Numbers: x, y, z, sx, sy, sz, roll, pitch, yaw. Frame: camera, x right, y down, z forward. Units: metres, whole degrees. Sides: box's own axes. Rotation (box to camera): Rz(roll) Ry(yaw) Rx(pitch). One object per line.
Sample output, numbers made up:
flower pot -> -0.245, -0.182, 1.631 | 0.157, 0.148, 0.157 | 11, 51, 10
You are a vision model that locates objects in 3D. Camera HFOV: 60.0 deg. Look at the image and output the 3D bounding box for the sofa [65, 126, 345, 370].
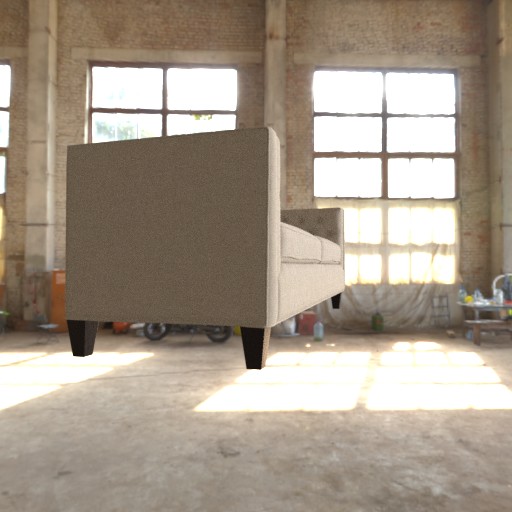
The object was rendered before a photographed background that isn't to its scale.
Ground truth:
sofa -> 0.000, 0.000, 2.495 | 0.775, 0.762, 2.159 | 0, -1, 17
